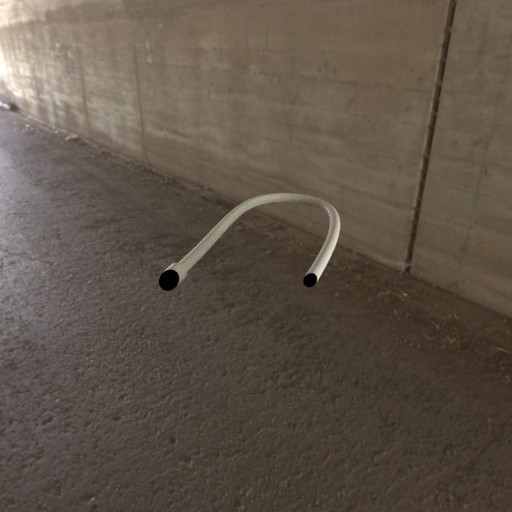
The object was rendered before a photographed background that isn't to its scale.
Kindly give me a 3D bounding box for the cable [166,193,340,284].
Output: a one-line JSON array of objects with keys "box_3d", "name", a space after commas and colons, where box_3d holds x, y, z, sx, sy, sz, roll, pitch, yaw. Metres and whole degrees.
[{"box_3d": [0.000, 0.000, 0.111, 0.041, 0.005, 0.098, 8, 27, 16], "name": "cable"}]
